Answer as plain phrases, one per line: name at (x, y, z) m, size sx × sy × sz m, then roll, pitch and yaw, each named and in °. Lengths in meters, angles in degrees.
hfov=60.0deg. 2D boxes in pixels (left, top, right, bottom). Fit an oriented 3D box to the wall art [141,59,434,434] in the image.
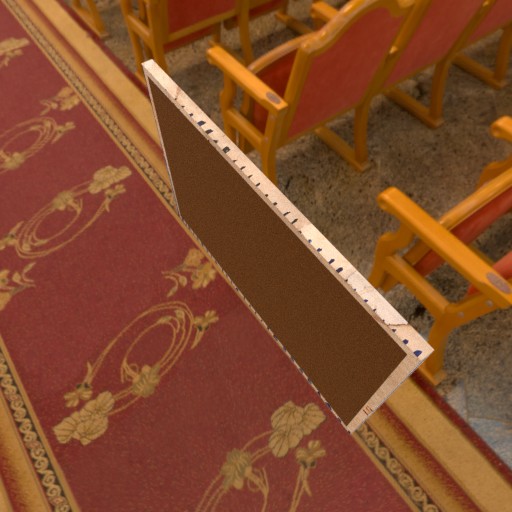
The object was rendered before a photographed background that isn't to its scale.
wall art at (0.000, 0.000, 1.147) m, size 0.030 × 0.609 × 0.919 m, roll -31°, pitch 63°, yaw -18°
